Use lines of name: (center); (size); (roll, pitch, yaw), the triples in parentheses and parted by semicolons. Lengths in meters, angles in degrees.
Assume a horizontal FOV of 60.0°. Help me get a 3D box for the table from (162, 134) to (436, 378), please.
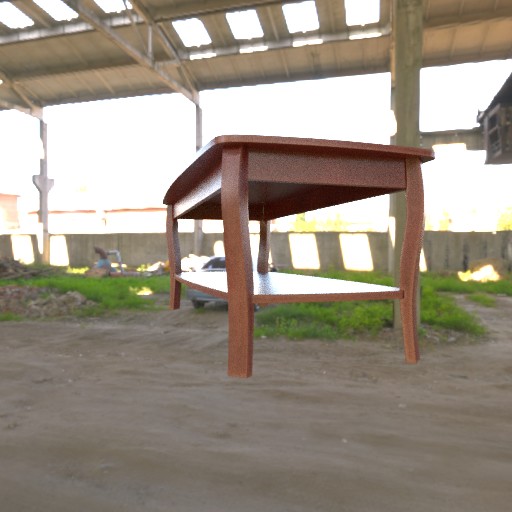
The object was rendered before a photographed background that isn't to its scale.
table: (0.000, 0.000, 1.475); (0.561, 0.473, 1.216); (0, 0, -17)
